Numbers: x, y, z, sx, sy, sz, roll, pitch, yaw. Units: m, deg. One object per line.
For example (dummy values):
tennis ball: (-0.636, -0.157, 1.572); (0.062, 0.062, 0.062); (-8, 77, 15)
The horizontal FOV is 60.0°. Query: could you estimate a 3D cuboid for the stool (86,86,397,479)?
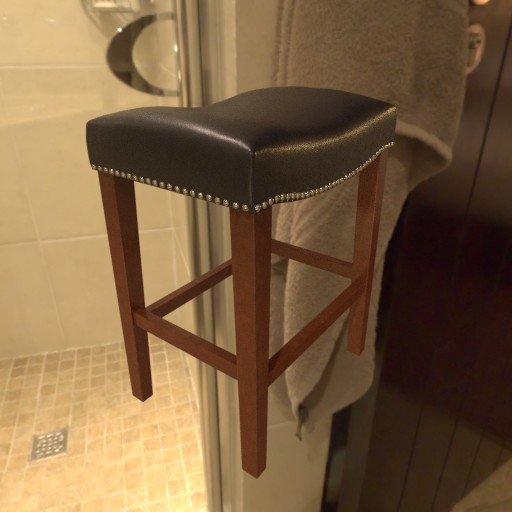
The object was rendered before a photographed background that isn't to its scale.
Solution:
stool: (0.000, 0.000, 0.964); (0.372, 0.654, 0.504); (19, 32, 32)
